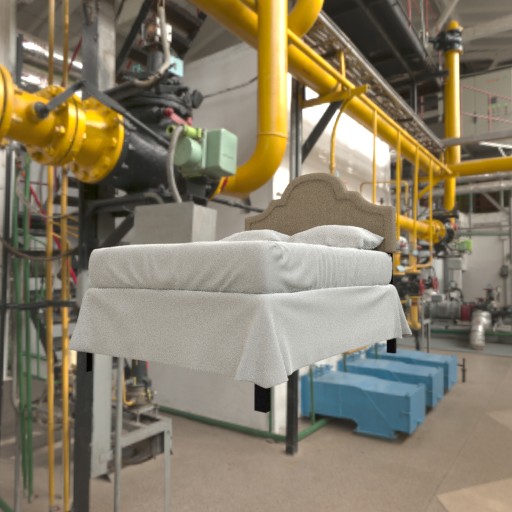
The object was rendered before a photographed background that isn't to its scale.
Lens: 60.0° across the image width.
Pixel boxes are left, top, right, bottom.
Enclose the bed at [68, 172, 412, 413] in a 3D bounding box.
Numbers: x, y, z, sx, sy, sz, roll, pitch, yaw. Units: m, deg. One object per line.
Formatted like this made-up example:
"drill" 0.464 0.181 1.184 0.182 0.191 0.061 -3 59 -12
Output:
"bed" 0.000 0.000 3.472 1.780 1.634 2.222 -1 -2 36
